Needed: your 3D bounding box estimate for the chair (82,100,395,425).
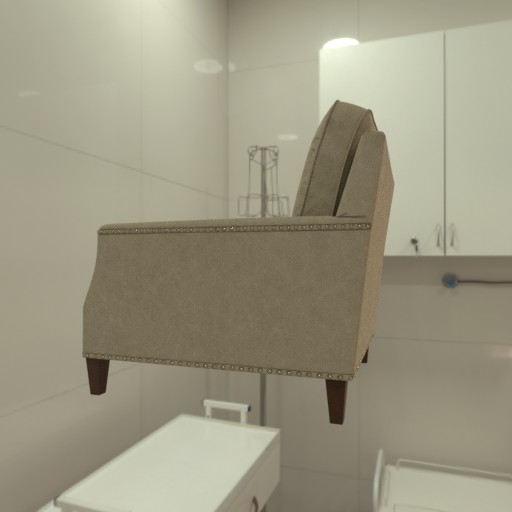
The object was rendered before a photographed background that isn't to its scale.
[{"bbox_3d":[0.000,0.000,1.736,1.014,0.943,0.853,0,0,19],"label":"chair"}]
